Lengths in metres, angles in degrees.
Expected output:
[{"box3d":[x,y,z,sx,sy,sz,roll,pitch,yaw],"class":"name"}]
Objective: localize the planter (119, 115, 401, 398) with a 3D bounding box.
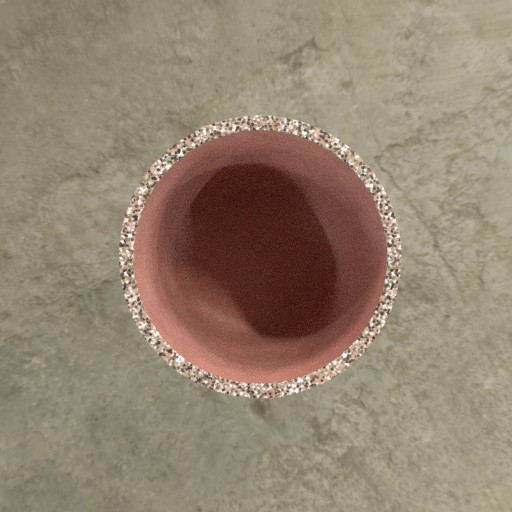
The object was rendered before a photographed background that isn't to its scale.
[{"box3d":[0.000,0.000,0.683,0.360,0.419,0.360,0,90,-2],"class":"planter"}]
